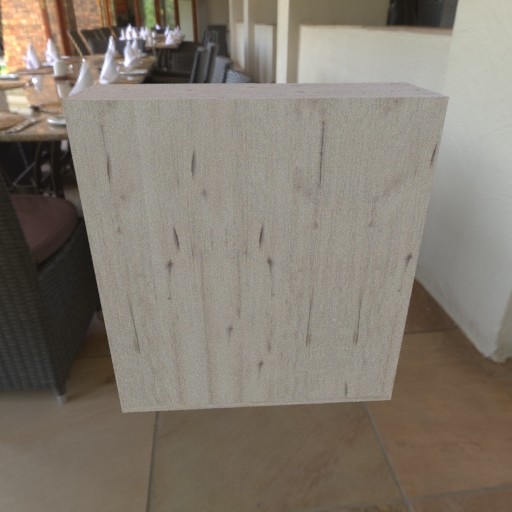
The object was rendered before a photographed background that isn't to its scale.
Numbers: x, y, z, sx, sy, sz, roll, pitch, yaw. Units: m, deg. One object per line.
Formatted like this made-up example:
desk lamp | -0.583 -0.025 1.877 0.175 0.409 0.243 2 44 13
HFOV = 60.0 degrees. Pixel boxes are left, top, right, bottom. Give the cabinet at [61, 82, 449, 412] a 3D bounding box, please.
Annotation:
cabinet | 0.000 0.000 3.081 2.000 2.180 0.660 -2 28 -3
